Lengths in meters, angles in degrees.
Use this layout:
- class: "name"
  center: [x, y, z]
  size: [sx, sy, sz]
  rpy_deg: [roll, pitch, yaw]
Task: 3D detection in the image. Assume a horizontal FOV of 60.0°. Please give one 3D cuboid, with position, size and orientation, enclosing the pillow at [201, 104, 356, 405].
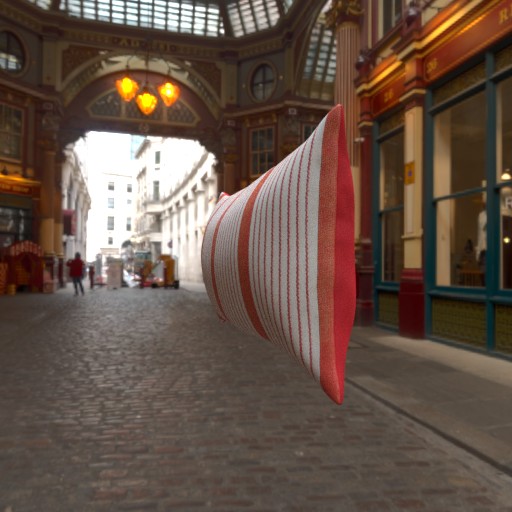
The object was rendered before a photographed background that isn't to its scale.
- class: "pillow"
  center: [0.000, 0.000, 0.718]
  size: [0.151, 0.297, 0.608]
  rpy_deg: [0, -1, -15]
